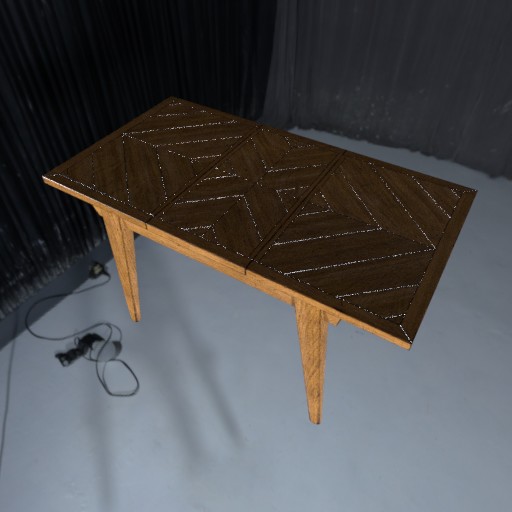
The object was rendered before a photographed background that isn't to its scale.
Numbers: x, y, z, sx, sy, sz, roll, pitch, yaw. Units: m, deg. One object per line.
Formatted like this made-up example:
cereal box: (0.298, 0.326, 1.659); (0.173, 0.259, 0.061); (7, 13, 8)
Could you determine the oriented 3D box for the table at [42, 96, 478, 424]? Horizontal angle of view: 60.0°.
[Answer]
table: (0.000, 0.000, 1.887); (1.400, 0.760, 0.757); (24, 50, 21)
